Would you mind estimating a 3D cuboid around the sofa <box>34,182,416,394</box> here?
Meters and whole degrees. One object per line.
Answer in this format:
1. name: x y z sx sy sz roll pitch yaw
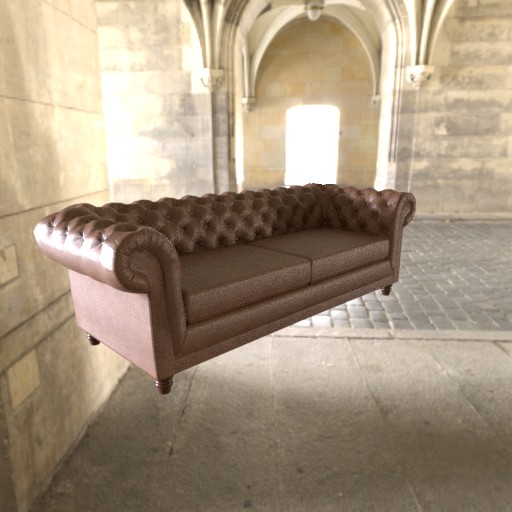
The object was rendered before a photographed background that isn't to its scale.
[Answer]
1. sofa: 0.000 0.000 2.811 2.385 0.783 0.944 -13 19 -43
